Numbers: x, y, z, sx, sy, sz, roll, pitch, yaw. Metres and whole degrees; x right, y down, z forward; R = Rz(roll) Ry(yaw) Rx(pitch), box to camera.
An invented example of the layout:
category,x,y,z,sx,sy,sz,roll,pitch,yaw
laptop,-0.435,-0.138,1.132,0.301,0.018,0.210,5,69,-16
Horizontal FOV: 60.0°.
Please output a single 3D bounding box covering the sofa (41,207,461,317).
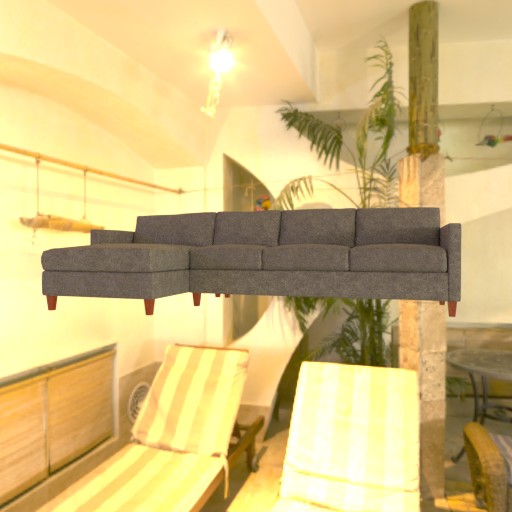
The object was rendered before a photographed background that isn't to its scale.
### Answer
category,x,y,z,sx,sy,sz,roll,pitch,yaw
sofa,0.000,0.000,4.105,3.471,0.954,1.606,0,1,18
